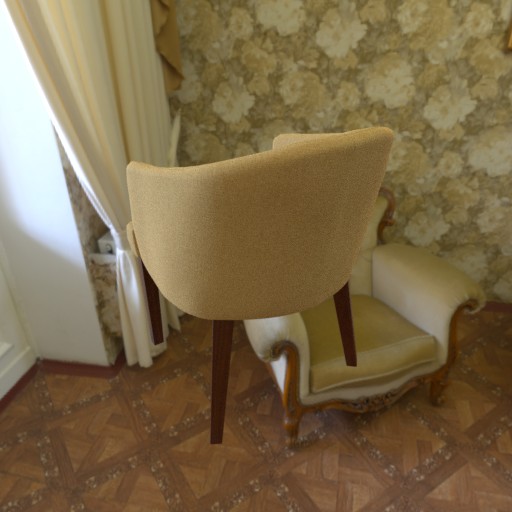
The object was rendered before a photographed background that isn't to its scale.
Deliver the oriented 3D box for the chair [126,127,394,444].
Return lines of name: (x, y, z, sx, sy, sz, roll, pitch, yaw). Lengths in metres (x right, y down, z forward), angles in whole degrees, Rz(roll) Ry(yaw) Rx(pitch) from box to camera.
chair: (0.000, 0.000, 1.262, 0.583, 0.811, 0.655, -18, 34, -29)
